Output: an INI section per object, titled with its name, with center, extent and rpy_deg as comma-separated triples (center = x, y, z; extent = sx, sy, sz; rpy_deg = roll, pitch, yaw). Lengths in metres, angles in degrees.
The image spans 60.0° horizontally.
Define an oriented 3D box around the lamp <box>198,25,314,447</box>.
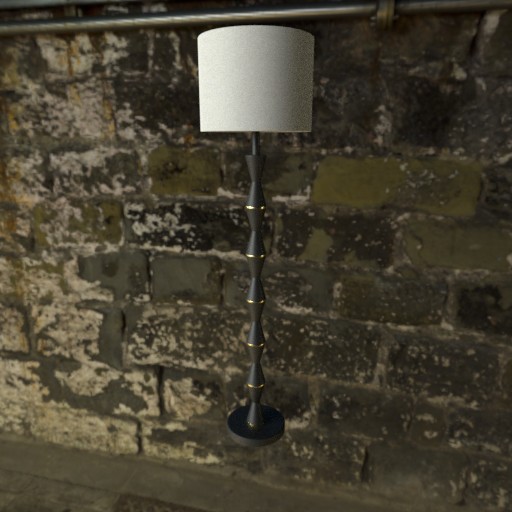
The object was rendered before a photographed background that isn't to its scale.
[lamp]
center = 0.000, 0.000, 1.652
extent = 0.381, 1.480, 0.381
rpy_deg = 8, 17, 27
